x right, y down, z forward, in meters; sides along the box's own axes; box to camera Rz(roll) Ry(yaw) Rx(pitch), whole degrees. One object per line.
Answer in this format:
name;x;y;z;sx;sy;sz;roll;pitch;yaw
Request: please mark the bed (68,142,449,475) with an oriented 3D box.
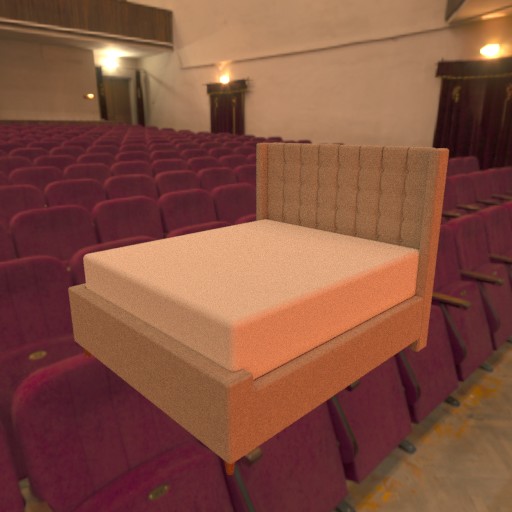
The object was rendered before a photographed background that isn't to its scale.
bed;0.000;0.000;3.687;2.370;1.743;2.045;-15;22;-42
